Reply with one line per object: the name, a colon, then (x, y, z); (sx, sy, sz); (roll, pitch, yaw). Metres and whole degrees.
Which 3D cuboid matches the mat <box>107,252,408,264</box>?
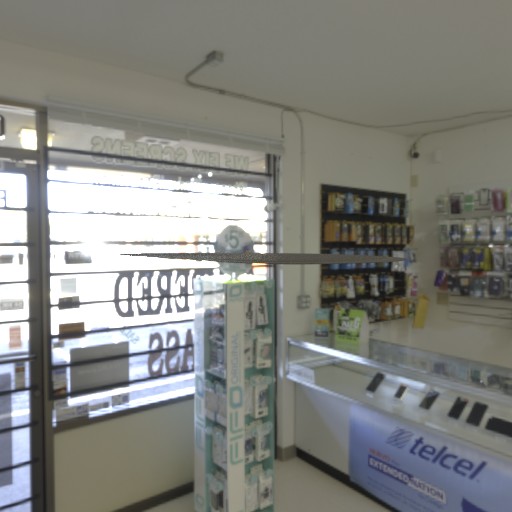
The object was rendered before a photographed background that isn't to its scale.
mat: (0.000, 0.000, 1.856); (0.913, 0.013, 1.524); (-1, 2, -35)
